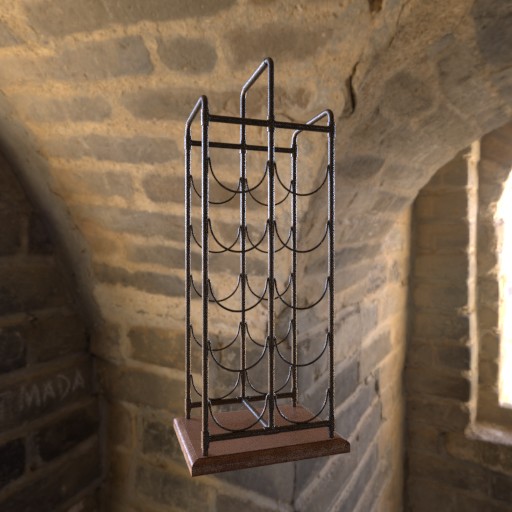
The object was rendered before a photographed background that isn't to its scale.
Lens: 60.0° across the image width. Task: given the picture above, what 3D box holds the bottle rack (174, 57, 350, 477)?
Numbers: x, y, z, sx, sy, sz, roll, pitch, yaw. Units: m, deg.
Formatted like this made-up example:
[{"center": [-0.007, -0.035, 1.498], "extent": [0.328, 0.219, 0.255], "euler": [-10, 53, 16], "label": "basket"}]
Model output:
[{"center": [0.000, 0.000, 0.822], "extent": [0.276, 0.680, 0.208], "euler": [0, 0, -18], "label": "bottle rack"}]
